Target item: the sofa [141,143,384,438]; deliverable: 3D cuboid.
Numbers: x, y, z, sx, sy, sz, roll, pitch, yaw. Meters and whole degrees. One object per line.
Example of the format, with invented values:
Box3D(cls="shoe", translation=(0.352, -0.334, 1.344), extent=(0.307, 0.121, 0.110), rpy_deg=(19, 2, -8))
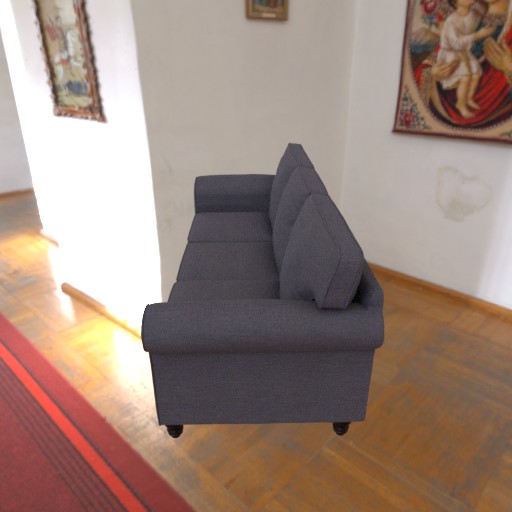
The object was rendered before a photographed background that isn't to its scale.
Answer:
Box3D(cls="sofa", translation=(0.000, 0.000, 2.610), extent=(0.909, 0.966, 2.084), rpy_deg=(0, 25, -1))
